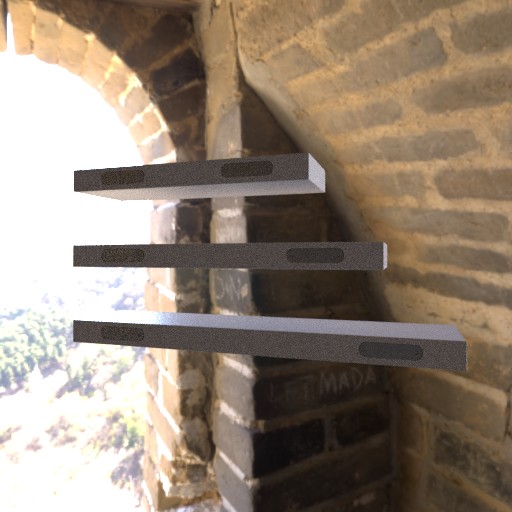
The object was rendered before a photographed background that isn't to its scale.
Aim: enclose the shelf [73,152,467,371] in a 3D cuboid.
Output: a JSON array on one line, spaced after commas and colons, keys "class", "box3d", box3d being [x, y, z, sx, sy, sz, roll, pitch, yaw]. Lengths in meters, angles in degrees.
[{"class": "shelf", "box3d": [0.000, 0.000, 0.724, 0.610, 0.293, 0.140, 0, 0, 18]}]
